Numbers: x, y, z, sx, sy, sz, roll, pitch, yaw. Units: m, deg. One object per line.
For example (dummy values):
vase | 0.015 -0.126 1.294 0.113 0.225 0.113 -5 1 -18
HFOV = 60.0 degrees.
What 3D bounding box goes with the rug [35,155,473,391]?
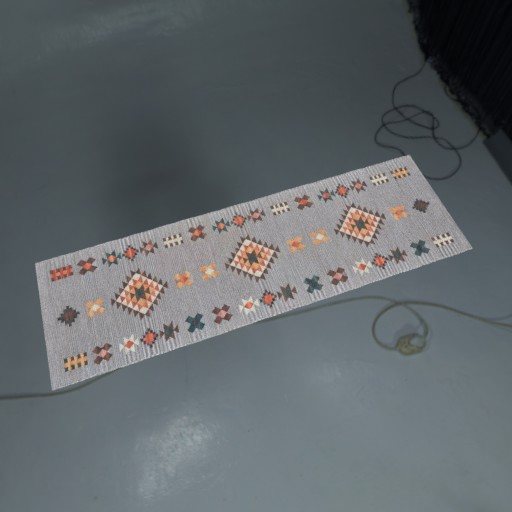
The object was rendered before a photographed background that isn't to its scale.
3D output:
rug | 0.000 0.000 2.581 2.432 0.008 0.766 -17 63 -9
